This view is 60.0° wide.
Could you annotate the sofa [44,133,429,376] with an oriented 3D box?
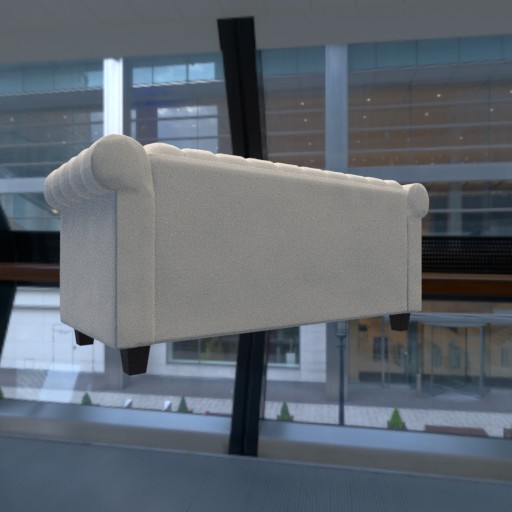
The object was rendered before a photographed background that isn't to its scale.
[{"bbox_3d":[0.000,0.000,2.188,1.798,0.796,0.771,0,0,-36],"label":"sofa"}]
